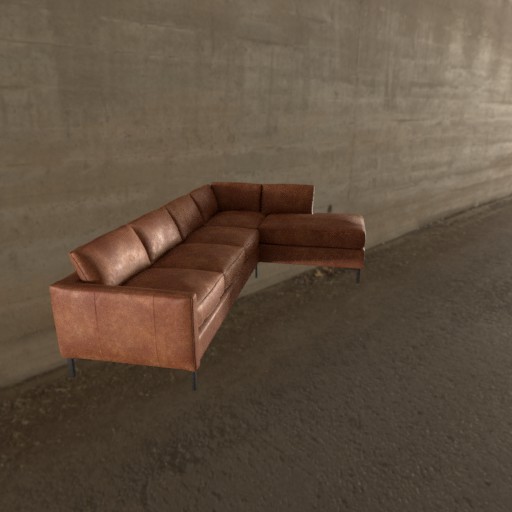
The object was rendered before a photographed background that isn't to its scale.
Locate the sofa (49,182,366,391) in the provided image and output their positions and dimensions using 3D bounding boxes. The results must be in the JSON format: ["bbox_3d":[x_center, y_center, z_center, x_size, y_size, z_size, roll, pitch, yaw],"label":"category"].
[{"bbox_3d":[0.000,0.000,3.901,1.938,0.877,2.984,3,18,11],"label":"sofa"}]
